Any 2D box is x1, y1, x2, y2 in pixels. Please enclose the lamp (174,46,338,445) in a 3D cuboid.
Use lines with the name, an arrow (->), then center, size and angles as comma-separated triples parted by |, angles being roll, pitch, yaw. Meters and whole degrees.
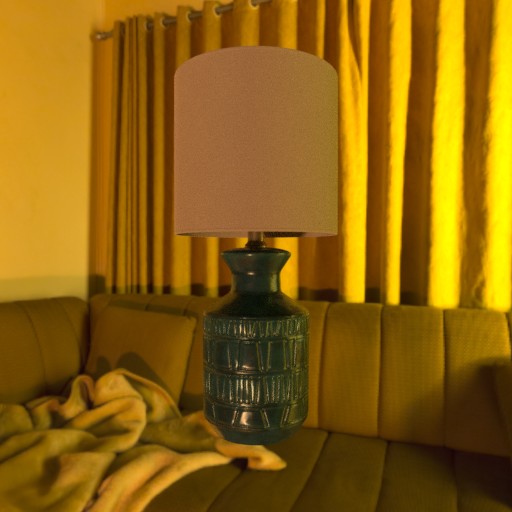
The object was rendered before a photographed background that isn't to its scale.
lamp -> 0.000, 0.000, 0.584 | 0.211, 0.455, 0.211 | 0, 0, 0
